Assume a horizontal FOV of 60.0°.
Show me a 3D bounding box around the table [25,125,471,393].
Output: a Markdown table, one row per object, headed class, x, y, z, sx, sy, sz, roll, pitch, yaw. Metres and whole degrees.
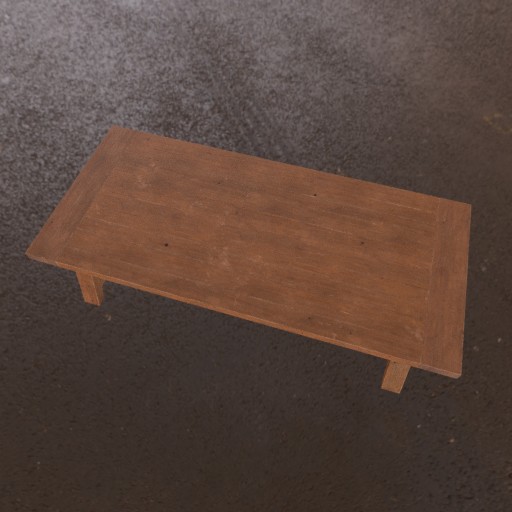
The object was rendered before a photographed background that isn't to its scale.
| class | x | y | z | sx | sy | sz | roll | pitch | yaw |
| --- | --- | --- | --- | --- | --- | --- | --- | --- | --- |
| table | 0.000 | 0.000 | 2.146 | 1.800 | 0.465 | 0.820 | 14 | 59 | 9 |
